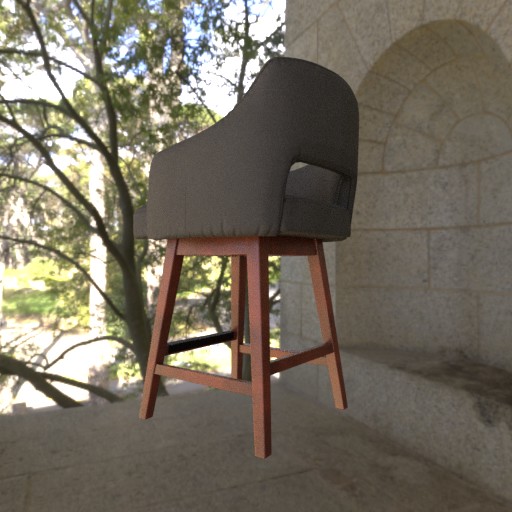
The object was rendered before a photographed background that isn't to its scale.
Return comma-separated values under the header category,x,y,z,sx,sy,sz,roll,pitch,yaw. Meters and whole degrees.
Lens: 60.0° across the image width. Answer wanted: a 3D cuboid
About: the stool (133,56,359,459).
category,x,y,z,sx,sy,sz,roll,pitch,yaw
stool,0.000,0.000,1.274,0.558,0.912,0.548,0,-1,37
